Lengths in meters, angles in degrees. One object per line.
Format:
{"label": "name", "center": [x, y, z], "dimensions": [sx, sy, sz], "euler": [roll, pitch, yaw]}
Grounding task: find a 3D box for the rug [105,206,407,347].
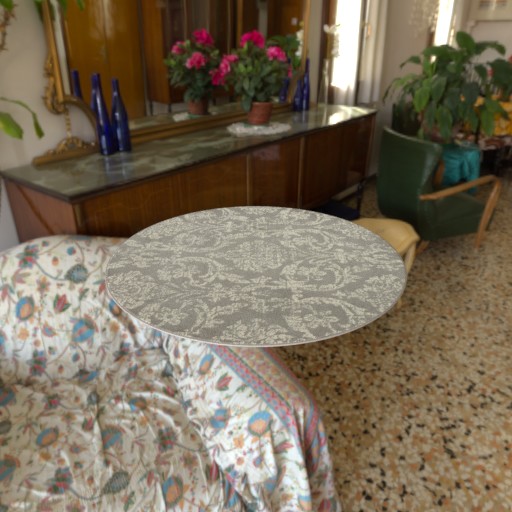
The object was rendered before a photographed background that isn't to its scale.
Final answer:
{"label": "rug", "center": [0.000, 0.000, 2.442], "dimensions": [1.593, 0.012, 1.593], "euler": [0, 26, 0]}
